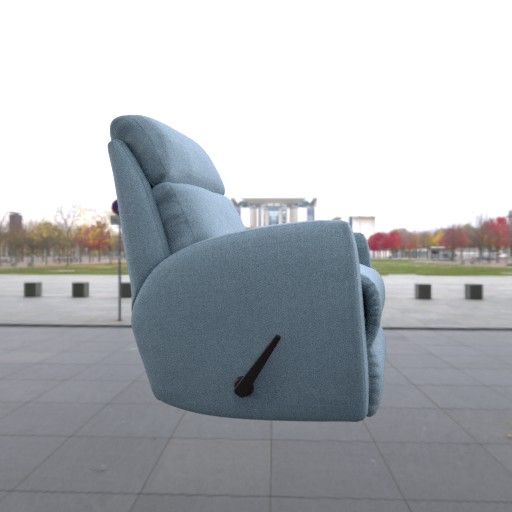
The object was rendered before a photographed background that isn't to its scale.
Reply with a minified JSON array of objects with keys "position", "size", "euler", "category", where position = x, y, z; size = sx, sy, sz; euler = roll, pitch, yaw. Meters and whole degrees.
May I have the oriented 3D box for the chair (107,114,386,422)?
[{"position":[0.000,0.000,1.680],"size":[0.940,1.013,0.812],"euler":[0,0,17],"category":"chair"}]
